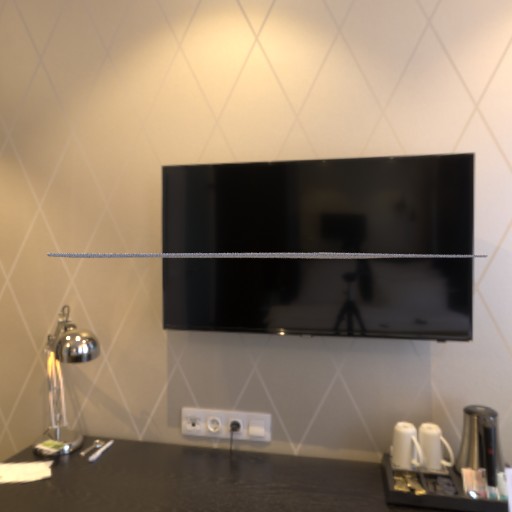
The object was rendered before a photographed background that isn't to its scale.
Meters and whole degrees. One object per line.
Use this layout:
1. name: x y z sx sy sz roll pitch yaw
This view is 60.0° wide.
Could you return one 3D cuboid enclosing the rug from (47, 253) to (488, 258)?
1. rug: 0.000 0.000 2.212 1.773 0.021 1.149 0 -1 -18
